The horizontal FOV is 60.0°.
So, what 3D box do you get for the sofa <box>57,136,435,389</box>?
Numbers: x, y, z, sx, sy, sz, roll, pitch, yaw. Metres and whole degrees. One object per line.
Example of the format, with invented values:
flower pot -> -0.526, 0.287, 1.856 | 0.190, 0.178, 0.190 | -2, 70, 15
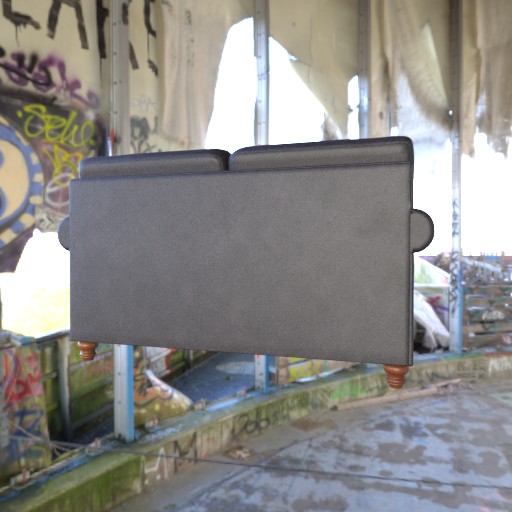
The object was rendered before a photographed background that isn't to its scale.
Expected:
sofa -> 0.000, 0.000, 2.323 | 1.663, 0.979, 1.030 | 0, 1, 17
